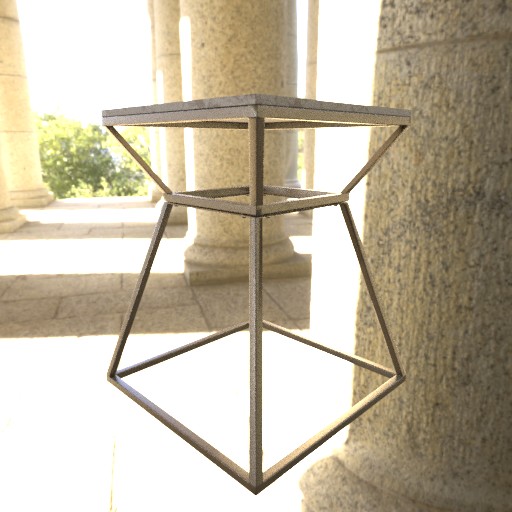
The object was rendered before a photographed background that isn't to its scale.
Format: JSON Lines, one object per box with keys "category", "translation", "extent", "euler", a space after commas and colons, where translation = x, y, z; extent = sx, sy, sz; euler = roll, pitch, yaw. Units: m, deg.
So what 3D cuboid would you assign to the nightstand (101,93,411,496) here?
{"category": "nightstand", "translation": [0.000, 0.000, 0.883], "extent": [0.455, 0.554, 0.455], "euler": [-14, 20, -43]}
